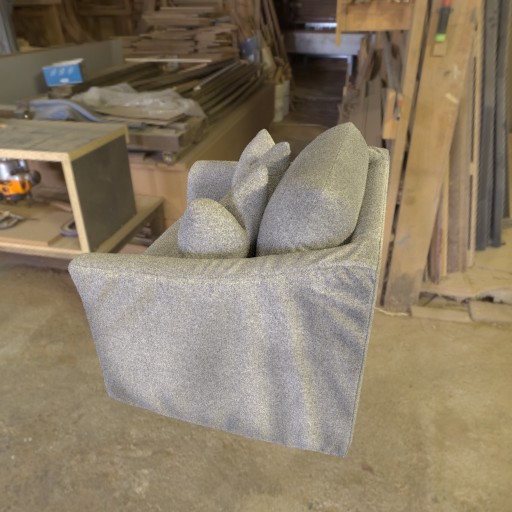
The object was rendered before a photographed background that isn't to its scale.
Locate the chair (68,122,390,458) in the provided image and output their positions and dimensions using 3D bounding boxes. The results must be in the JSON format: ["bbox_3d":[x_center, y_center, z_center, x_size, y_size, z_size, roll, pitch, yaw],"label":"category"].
[{"bbox_3d":[0.000,0.000,2.022,1.071,1.059,1.194,8,32,14],"label":"chair"}]
